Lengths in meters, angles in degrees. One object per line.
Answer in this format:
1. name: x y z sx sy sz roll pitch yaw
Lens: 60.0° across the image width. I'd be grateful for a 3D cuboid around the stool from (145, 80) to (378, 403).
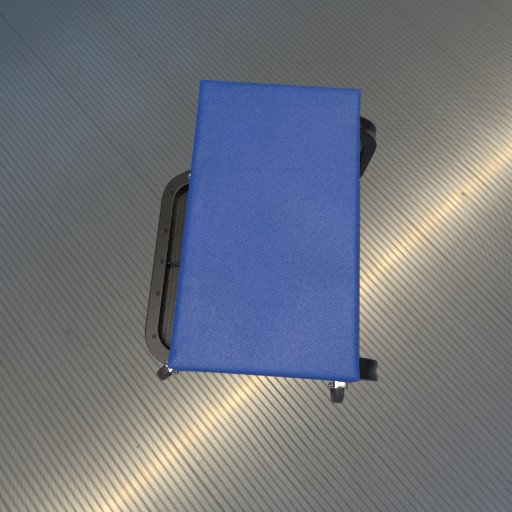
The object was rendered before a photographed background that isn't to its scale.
1. stool: 0.000 0.000 0.710 0.371 0.380 0.446 4 75 1
